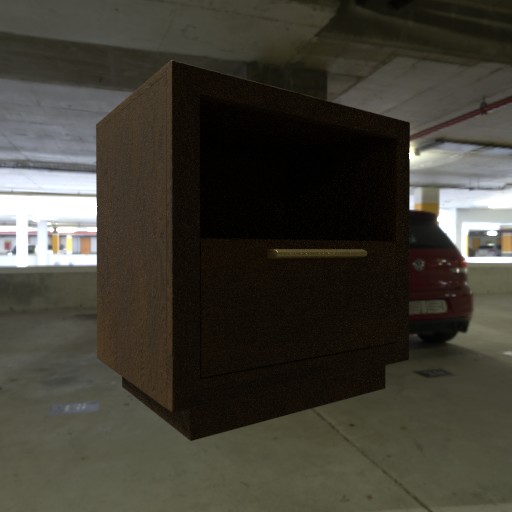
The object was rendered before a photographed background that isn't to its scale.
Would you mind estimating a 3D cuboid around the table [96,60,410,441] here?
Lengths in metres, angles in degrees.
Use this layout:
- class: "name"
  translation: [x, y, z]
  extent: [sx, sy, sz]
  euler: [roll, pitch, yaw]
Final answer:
- class: "table"
  translation: [0.000, 0.000, 0.965]
  extent: [0.560, 0.585, 0.439]
  euler: [-1, 1, -35]
